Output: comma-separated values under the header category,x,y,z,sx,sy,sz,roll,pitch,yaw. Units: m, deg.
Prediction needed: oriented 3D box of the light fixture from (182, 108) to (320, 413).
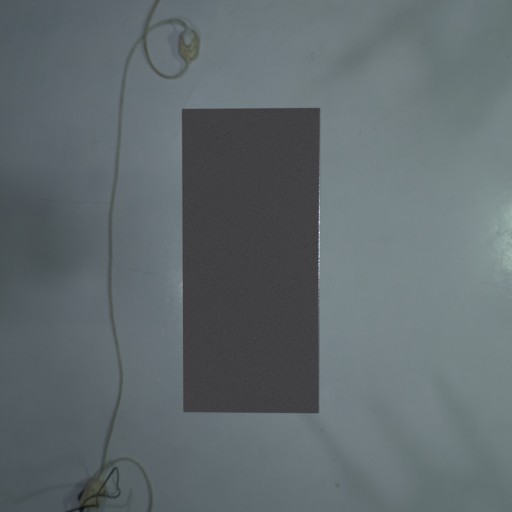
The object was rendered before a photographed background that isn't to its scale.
category,x,y,z,sx,sy,sz,roll,pitch,yaw
light fixture,0.000,0.000,0.849,0.177,0.557,0.582,0,92,1
